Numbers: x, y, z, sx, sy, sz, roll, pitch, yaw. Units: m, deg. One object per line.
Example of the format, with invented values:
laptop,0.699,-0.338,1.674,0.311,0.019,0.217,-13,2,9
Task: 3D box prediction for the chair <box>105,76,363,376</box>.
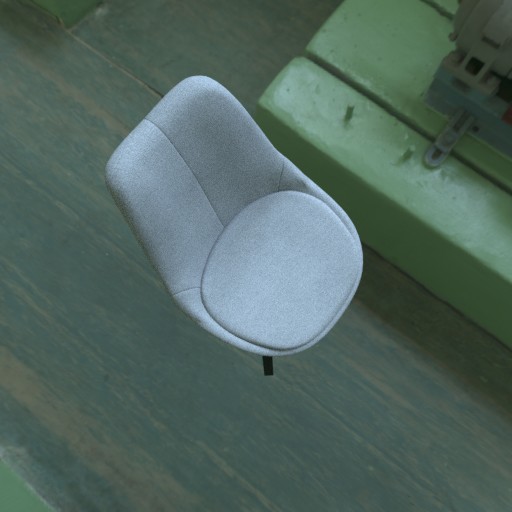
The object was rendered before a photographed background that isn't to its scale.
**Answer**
chair,0.000,0.000,1.207,0.550,0.850,0.485,36,78,9
